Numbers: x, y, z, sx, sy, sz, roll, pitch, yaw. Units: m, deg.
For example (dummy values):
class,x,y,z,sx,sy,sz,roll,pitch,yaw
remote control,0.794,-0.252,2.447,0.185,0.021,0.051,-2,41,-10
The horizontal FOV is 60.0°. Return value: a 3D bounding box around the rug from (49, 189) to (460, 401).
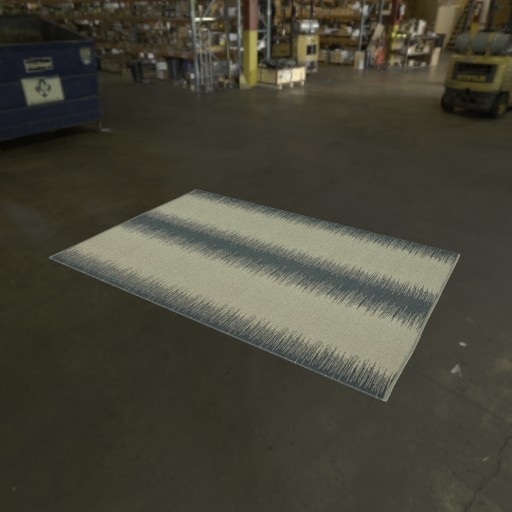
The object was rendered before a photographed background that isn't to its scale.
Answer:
class,x,y,z,sx,sy,sz,roll,pitch,yaw
rug,0.000,0.000,2.389,1.854,0.006,1.234,17,33,28
